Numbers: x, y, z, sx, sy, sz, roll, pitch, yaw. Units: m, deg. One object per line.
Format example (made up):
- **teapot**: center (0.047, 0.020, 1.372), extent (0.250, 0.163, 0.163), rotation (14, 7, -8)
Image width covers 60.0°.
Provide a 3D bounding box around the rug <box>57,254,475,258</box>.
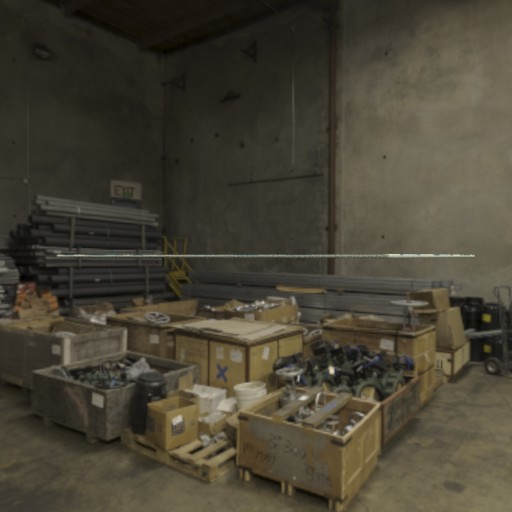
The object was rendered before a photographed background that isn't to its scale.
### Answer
- **rug**: center (0.000, 0.000, 3.034), extent (2.438, 0.015, 1.518), rotation (0, 0, 37)
